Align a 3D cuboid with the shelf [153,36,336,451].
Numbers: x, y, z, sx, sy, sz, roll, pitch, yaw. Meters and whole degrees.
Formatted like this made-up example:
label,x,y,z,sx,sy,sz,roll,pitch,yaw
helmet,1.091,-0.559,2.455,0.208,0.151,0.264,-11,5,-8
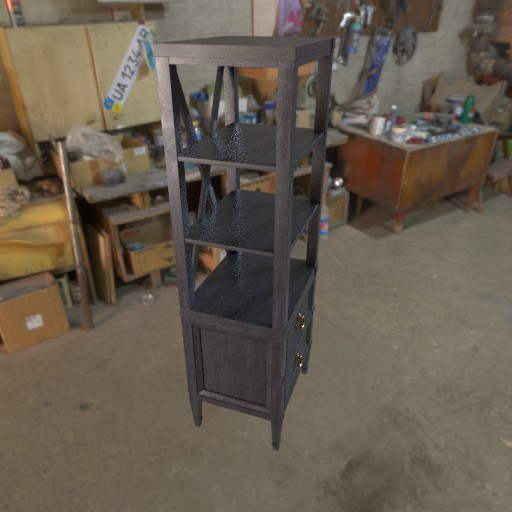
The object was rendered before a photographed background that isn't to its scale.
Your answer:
label,x,y,z,sx,sy,sz,roll,pitch,yaw
shelf,0.000,0.000,1.970,0.472,1.727,0.584,10,30,17
